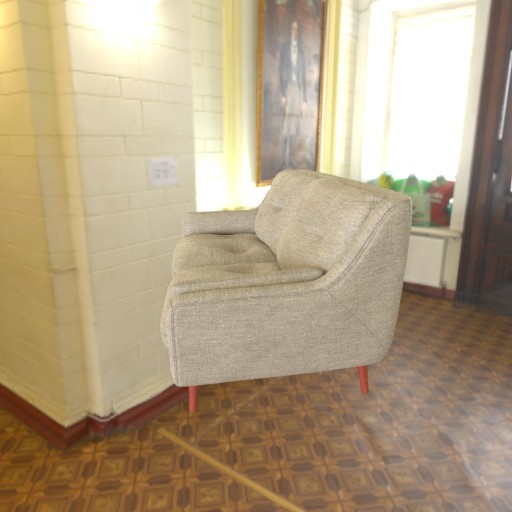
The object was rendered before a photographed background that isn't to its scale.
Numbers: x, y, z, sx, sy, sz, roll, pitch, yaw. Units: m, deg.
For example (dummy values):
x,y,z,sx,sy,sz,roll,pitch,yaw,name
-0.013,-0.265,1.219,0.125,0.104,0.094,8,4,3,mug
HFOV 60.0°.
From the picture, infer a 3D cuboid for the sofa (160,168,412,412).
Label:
x,y,z,sx,sy,sz,roll,pitch,yaw,name
0.000,0.000,2.491,0.976,0.897,1.930,-2,14,-7,sofa
